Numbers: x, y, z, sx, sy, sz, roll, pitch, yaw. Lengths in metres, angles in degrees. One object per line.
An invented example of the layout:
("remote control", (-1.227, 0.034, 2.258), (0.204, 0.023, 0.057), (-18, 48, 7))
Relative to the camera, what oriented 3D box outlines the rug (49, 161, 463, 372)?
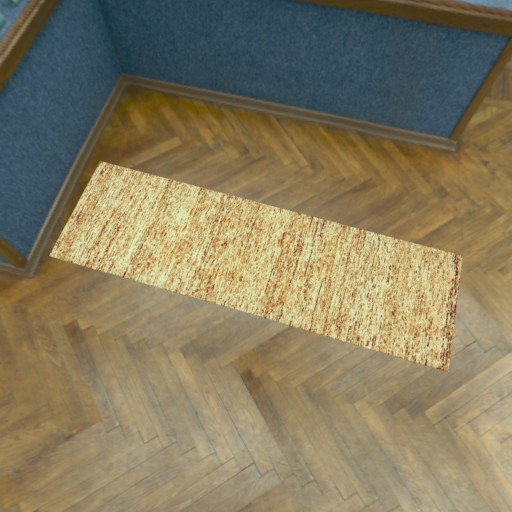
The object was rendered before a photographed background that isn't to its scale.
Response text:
("rug", (0.000, 0.000, 2.505), (2.237, 0.014, 0.680), (15, 67, 7))
